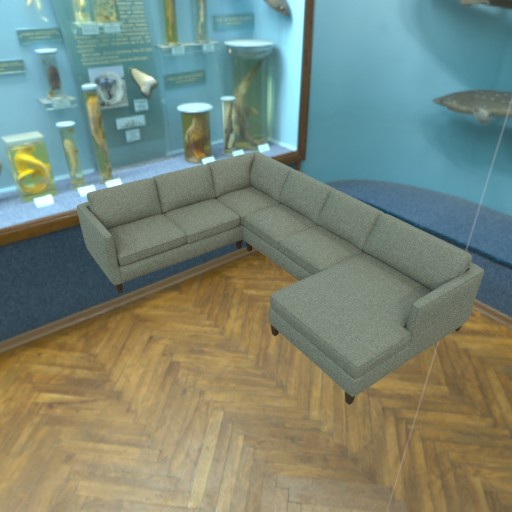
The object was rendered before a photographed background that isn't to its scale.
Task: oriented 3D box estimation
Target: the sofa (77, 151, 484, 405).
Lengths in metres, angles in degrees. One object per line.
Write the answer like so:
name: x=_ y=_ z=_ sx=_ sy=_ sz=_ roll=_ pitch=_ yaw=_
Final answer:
sofa: x=0.000 y=0.000 z=4.515 sx=2.551 sy=0.889 sz=3.403 roll=-21 pitch=39 yaw=-29
